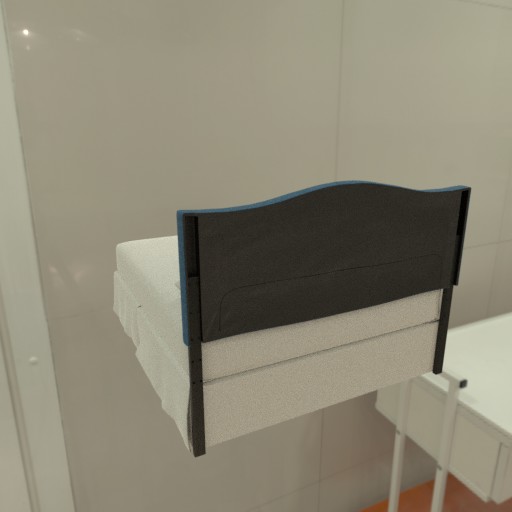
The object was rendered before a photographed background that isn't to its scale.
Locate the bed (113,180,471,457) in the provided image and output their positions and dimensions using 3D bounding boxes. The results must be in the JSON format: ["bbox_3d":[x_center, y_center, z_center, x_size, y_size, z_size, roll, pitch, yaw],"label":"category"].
[{"bbox_3d":[0.000,0.000,2.909,1.610,1.169,1.872,-8,18,-26],"label":"bed"}]
